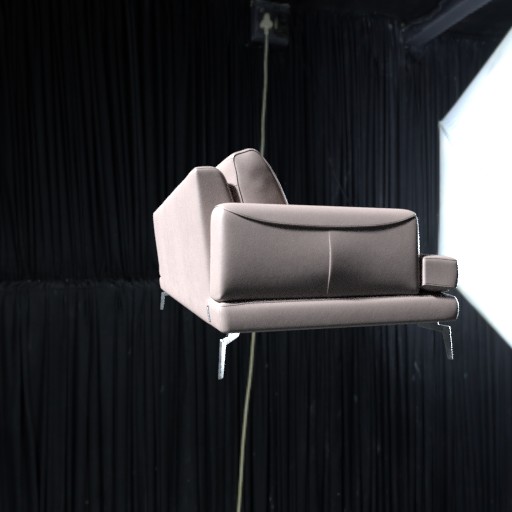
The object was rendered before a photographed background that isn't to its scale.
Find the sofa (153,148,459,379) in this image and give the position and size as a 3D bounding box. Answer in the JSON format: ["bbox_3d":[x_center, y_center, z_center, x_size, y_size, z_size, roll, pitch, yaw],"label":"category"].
[{"bbox_3d":[0.000,0.000,2.393,0.974,0.765,1.940,0,0,-18],"label":"sofa"}]
